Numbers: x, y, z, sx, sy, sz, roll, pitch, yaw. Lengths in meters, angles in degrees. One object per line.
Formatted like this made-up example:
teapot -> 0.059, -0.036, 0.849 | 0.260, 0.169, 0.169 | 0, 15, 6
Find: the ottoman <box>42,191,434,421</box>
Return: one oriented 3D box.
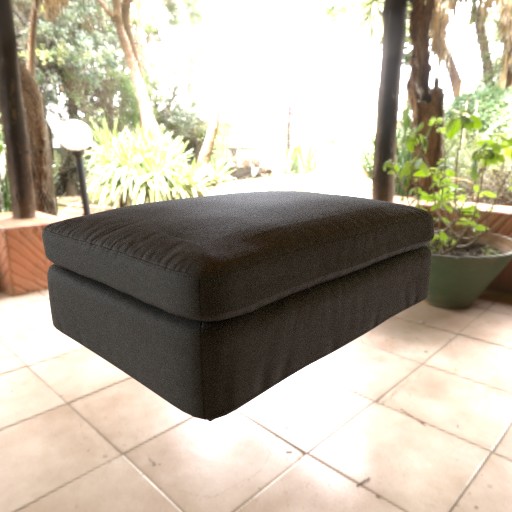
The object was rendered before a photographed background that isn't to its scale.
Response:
ottoman -> 0.000, 0.000, 1.594 | 0.840, 0.429, 1.199 | 13, 19, 42
